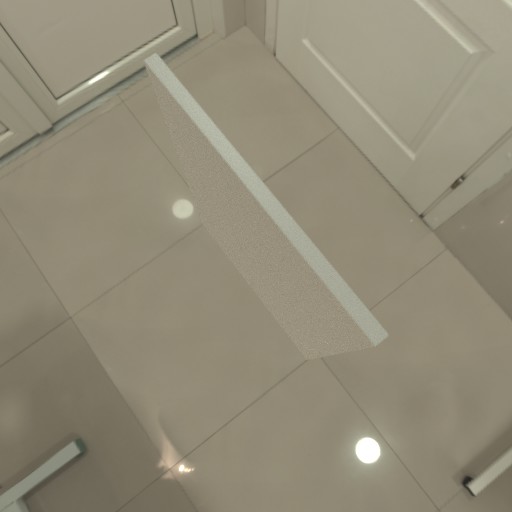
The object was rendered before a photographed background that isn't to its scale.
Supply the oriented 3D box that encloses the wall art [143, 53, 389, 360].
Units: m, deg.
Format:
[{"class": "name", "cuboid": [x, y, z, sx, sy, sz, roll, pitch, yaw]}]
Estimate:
[{"class": "wall art", "cuboid": [0.000, 0.000, 1.507, 0.038, 1.183, 0.808, -36, 78, -9]}]
